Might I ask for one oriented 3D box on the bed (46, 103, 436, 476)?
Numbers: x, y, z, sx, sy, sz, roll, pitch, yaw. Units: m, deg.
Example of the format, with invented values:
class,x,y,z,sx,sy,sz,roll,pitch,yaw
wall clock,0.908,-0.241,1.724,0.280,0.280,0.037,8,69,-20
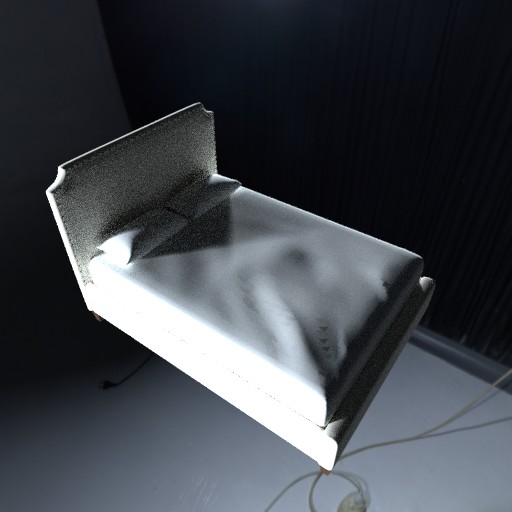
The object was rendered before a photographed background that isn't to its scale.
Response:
class,x,y,z,sx,sy,sz,roll,pitch,yaw
bed,0.000,0.000,3.392,2.365,1.443,1.712,25,46,27
